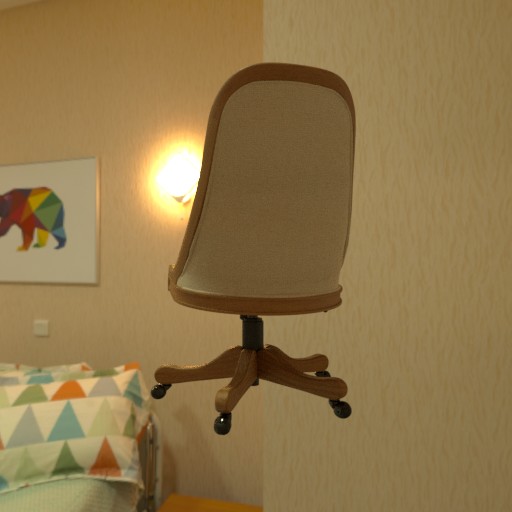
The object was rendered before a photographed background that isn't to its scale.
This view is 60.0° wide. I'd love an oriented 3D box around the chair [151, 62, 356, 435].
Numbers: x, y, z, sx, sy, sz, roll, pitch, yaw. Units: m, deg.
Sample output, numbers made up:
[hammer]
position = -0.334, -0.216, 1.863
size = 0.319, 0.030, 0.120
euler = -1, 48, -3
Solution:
[chair]
position = 0.000, 0.000, 1.539
size = 0.702, 1.009, 0.811
euler = 0, -1, -15
